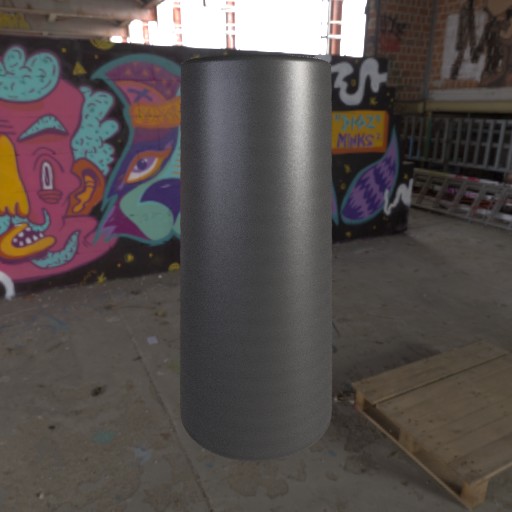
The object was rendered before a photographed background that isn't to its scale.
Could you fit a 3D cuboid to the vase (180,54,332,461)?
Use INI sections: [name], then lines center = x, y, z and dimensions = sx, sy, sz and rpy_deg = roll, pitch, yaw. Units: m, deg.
[vase]
center = 0.000, 0.000, 0.360
dimensions = 0.136, 0.289, 0.136
rpy_deg = -2, 19, -7
